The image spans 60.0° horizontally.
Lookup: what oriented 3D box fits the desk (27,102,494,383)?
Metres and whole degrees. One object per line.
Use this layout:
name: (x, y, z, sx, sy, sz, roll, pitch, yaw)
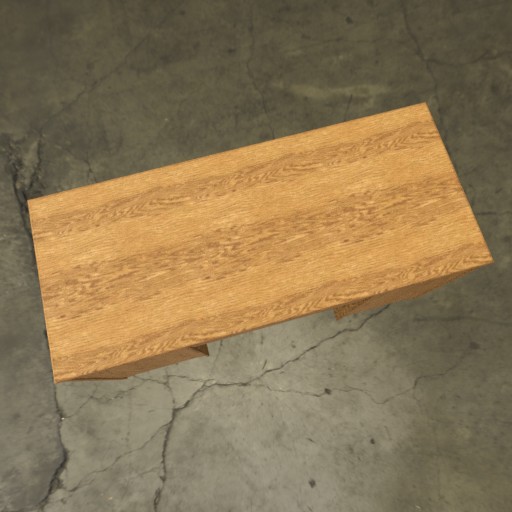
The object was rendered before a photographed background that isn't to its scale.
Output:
desk: (0.000, 0.000, 1.964, 1.567, 0.751, 0.685, -15, 75, -4)
